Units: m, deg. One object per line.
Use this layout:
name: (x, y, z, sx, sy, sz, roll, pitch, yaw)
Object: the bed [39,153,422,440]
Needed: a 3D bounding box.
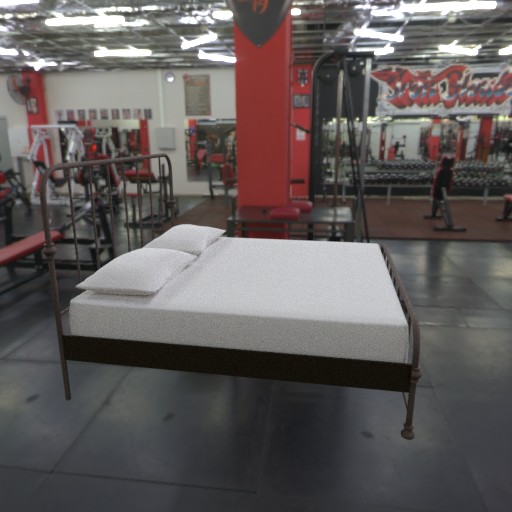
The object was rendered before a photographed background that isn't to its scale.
bed: (0.000, 0.000, 3.371, 2.134, 1.446, 2.044, 3, 15, 10)
